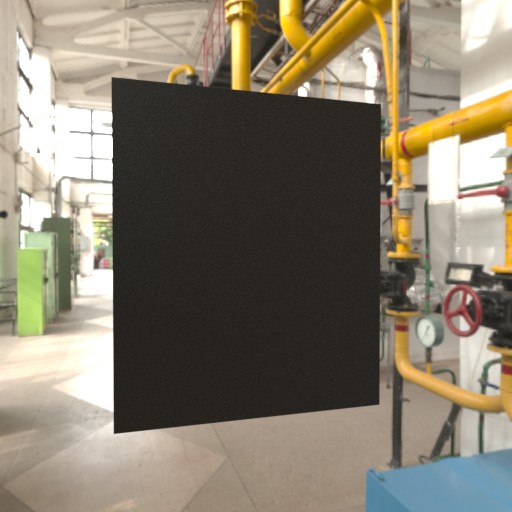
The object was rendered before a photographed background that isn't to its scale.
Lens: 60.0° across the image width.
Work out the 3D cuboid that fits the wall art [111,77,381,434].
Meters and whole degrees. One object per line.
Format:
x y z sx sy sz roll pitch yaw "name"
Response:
0.000 0.000 0.696 0.428 0.505 0.023 0 1 -16 "wall art"
